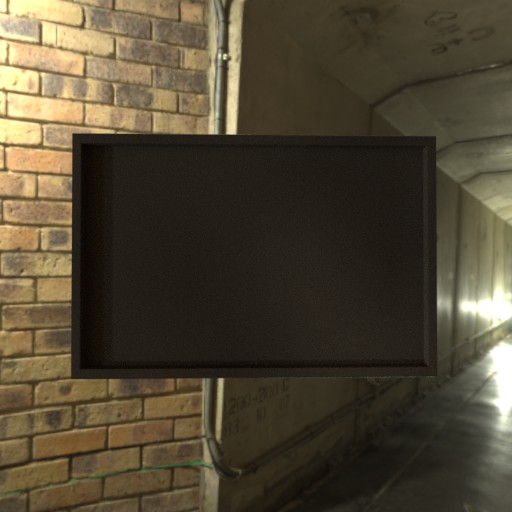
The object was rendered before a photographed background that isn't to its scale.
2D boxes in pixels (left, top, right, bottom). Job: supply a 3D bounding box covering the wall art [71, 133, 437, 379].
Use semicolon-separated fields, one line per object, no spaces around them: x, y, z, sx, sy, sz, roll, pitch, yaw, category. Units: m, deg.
0.000;0.000;0.755;0.609;0.406;0.033;0;-1;-2;wall art
